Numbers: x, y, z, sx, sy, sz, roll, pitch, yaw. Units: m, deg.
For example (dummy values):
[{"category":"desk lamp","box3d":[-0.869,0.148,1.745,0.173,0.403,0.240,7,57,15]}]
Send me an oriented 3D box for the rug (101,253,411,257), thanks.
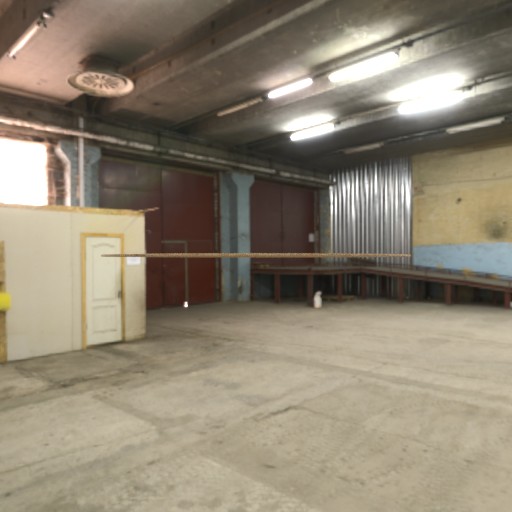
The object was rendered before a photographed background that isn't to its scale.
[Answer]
[{"category":"rug","box3d":[0.000,0.000,3.706,2.444,0.015,2.444,0,0,0]}]
